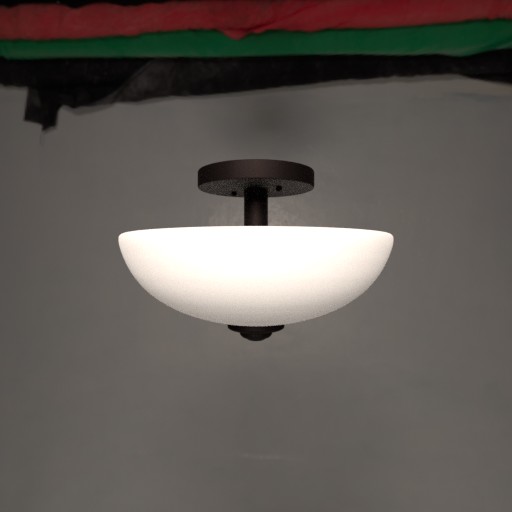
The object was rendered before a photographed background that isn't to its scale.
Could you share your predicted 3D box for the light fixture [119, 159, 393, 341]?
[{"bbox_3d":[0.000,0.000,0.558,0.331,0.212,0.331,0,-1,0],"label":"light fixture"}]
